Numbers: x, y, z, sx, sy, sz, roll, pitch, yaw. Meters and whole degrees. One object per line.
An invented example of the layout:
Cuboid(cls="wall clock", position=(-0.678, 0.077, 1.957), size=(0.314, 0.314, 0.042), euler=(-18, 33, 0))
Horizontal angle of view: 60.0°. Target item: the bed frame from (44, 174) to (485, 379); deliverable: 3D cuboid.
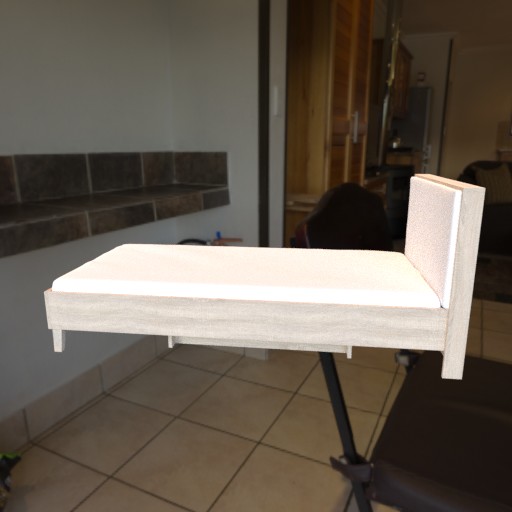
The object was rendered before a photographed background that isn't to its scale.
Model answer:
Cuboid(cls="bed frame", position=(0.000, 0.000, 2.647), size=(2.140, 0.920, 0.990), euler=(2, 14, 7))
